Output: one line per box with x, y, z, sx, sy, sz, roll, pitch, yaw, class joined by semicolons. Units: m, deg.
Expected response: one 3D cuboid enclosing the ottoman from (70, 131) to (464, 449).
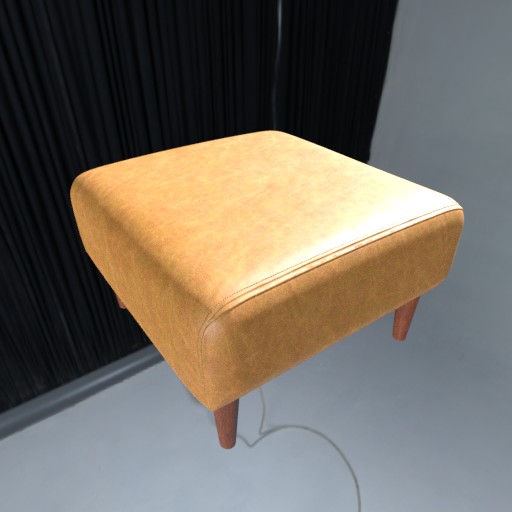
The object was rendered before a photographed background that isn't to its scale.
0.000;0.000;1.052;0.650;0.399;0.650;-21;38;-29;ottoman
